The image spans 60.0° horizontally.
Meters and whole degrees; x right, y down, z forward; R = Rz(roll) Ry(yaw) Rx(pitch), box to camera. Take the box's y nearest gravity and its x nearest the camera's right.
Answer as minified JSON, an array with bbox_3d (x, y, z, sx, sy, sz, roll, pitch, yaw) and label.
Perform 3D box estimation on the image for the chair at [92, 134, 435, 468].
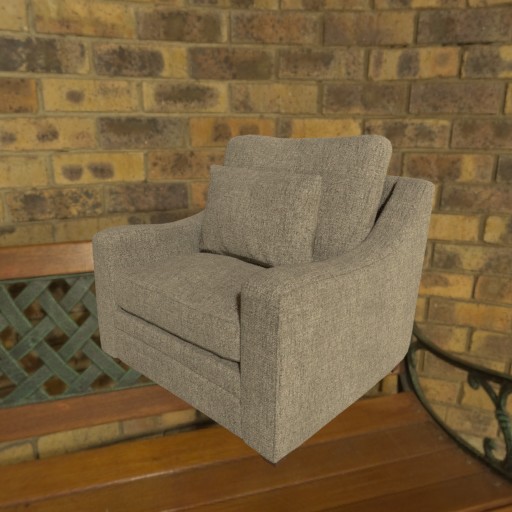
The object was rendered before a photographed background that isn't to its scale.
[{"bbox_3d":[0.000,0.000,1.960,1.138,1.037,1.009,15,21,41],"label":"chair"}]
